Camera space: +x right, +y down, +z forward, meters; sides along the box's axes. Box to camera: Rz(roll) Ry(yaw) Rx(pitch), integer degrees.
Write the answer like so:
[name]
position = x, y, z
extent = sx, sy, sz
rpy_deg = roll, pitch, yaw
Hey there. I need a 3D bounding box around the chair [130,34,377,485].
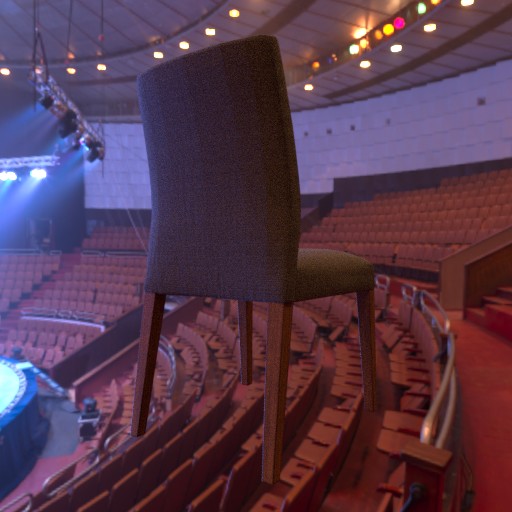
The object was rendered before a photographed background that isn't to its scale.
[chair]
position = 0.000, 0.000, 1.250
extent = 0.496, 0.940, 0.585
rpy_deg = 0, 1, 35
